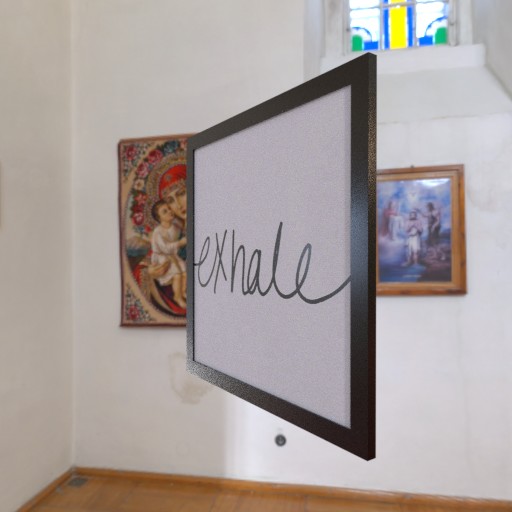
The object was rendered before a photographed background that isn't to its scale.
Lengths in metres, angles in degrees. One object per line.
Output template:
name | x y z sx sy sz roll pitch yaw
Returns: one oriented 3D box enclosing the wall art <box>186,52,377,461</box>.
wall art | 0.000 0.000 0.668 0.014 0.445 0.446 0 0 -35
